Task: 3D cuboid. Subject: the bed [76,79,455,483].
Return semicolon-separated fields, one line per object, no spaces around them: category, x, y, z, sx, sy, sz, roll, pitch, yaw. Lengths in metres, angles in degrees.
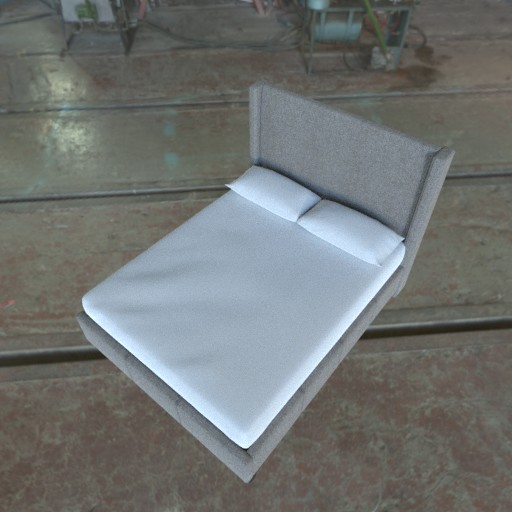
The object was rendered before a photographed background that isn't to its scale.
bed;0.000;0.000;3.343;1.714;1.481;2.245;31;54;26
